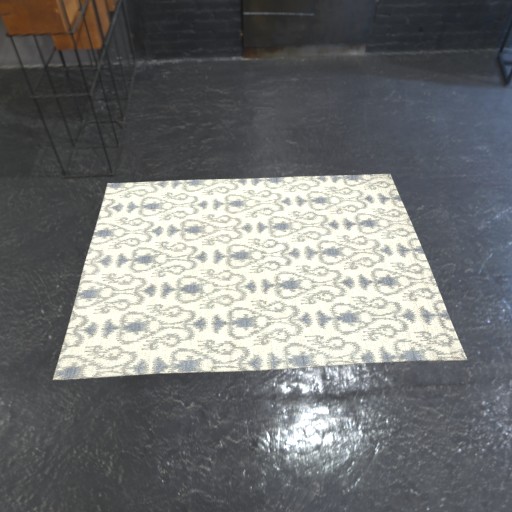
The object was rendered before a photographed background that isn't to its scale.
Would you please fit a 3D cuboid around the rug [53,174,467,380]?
[{"bbox_3d":[0.000,0.000,2.965,2.261,0.013,1.676,-2,48,-2],"label":"rug"}]
